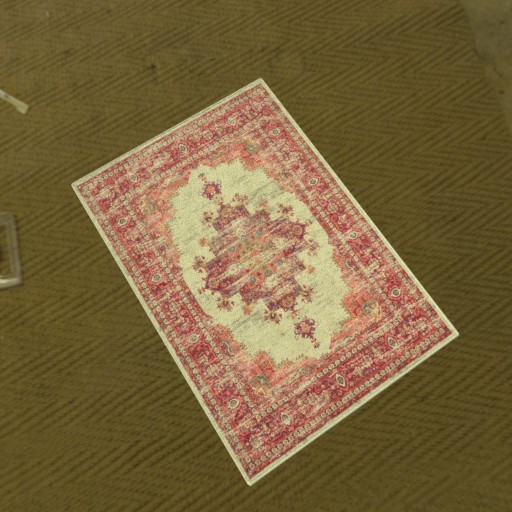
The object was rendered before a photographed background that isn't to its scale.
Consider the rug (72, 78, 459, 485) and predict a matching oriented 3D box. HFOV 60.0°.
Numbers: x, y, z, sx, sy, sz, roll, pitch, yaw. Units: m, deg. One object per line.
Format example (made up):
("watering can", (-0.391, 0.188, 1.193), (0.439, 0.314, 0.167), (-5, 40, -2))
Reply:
("rug", (0.000, 0.000, 2.257), (1.217, 0.011, 1.747), (-32, 77, -9))
